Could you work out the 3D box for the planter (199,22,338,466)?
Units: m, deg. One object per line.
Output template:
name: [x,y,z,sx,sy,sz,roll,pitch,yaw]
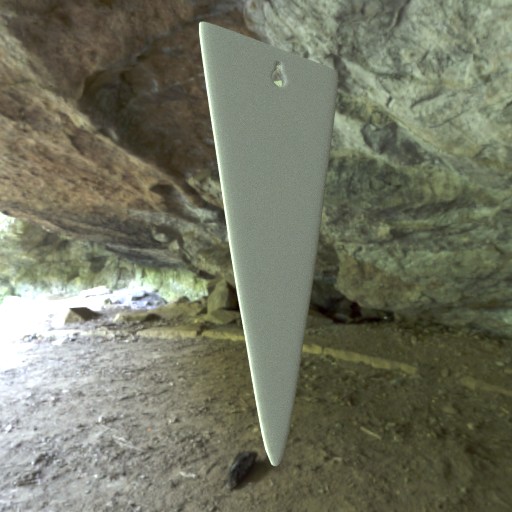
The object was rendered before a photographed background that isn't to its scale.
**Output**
planter: [0.000,0.000,0.382,0.143,0.338,0.065,1,-2,-36]
